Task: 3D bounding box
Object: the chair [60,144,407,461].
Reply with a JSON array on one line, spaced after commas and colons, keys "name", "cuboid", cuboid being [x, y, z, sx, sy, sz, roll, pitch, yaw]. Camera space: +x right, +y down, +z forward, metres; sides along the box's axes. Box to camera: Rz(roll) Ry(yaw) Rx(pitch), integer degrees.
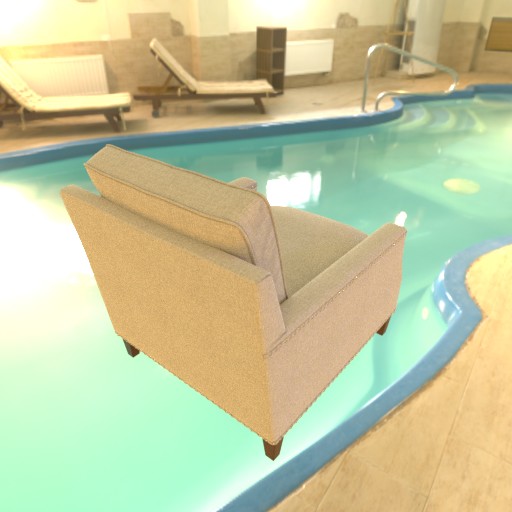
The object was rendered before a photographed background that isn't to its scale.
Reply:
[{"name": "chair", "cuboid": [0.000, 0.000, 1.721, 0.853, 0.943, 1.014, 23, 38, 33]}]
